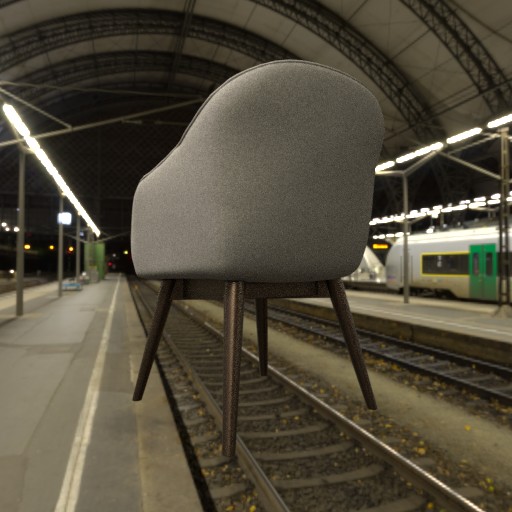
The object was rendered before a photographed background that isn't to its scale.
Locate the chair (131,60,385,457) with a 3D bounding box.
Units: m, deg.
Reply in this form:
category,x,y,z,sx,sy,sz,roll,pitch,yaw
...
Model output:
category,x,y,z,sx,sy,sz,roll,pitch,yaw
chair,0.000,0.000,1.205,0.589,0.810,0.611,1,-2,-38
